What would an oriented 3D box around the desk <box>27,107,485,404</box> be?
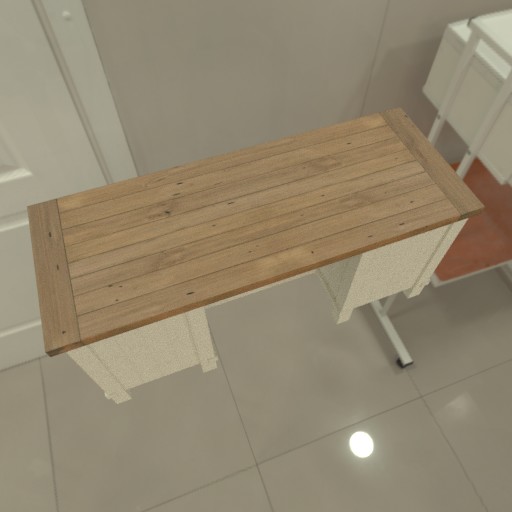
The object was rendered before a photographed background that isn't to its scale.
[{"bbox_3d":[0.000,0.000,2.186,1.803,0.760,0.688,-18,59,-11],"label":"desk"}]
